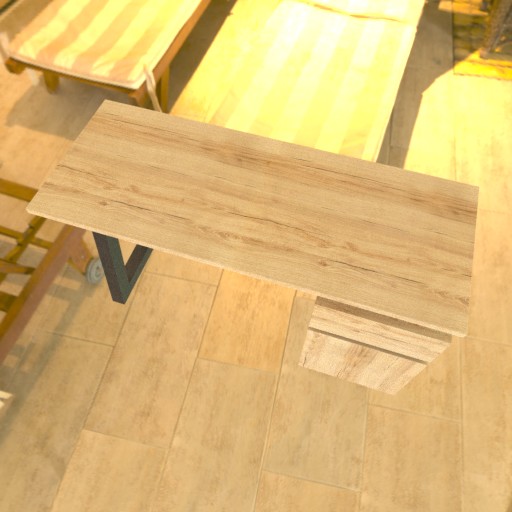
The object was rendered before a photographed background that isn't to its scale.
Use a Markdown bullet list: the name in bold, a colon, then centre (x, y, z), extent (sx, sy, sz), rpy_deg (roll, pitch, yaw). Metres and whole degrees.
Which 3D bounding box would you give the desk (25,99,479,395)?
- **desk**: centre (0.000, 0.000, 1.793), extent (1.400, 0.760, 0.550), rpy_deg (16, 61, 9)
